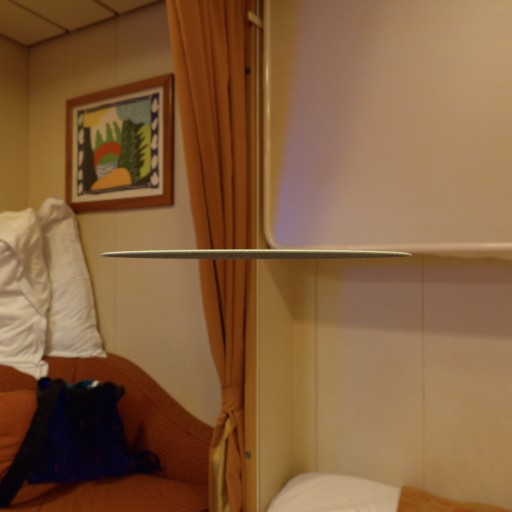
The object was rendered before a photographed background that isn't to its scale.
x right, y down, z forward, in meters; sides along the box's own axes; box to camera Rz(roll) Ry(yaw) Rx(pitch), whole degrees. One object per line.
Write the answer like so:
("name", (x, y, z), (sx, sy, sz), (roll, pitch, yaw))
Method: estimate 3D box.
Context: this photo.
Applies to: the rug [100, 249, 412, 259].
("rug", (0.000, 0.000, 2.399), (1.593, 0.012, 1.593), (0, -1, 0))
